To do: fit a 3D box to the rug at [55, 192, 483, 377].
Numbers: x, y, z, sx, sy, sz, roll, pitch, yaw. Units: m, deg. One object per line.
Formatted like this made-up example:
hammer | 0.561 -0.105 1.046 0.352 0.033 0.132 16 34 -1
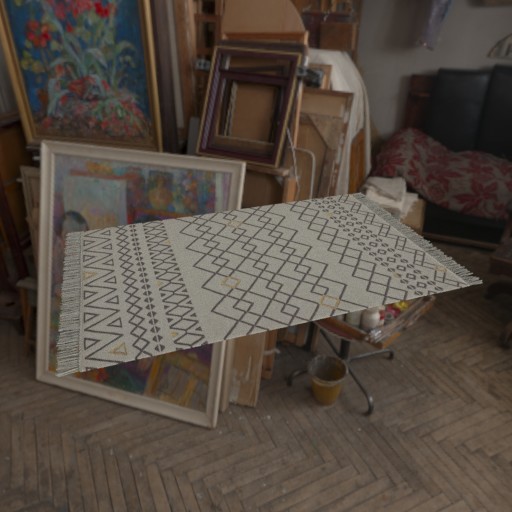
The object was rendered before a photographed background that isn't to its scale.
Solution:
rug | 0.000 0.000 2.989 2.472 0.035 1.495 -10 32 -16
